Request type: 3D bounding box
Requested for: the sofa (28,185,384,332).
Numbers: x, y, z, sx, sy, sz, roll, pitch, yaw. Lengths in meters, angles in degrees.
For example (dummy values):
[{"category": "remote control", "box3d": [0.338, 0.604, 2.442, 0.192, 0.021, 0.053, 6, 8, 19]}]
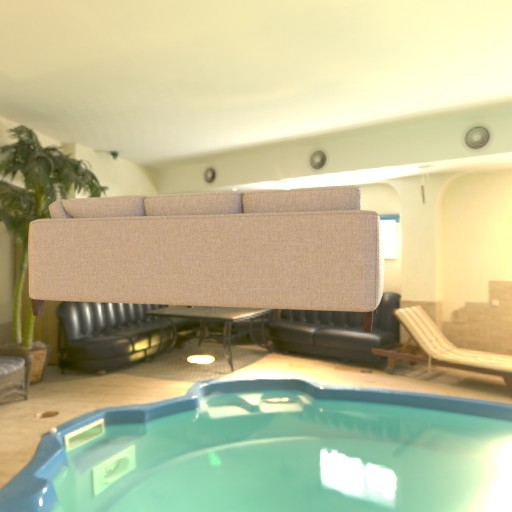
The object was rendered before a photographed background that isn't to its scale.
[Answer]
[{"category": "sofa", "box3d": [0.000, 0.000, 4.525, 2.551, 0.889, 3.403, 0, 0, 17]}]
